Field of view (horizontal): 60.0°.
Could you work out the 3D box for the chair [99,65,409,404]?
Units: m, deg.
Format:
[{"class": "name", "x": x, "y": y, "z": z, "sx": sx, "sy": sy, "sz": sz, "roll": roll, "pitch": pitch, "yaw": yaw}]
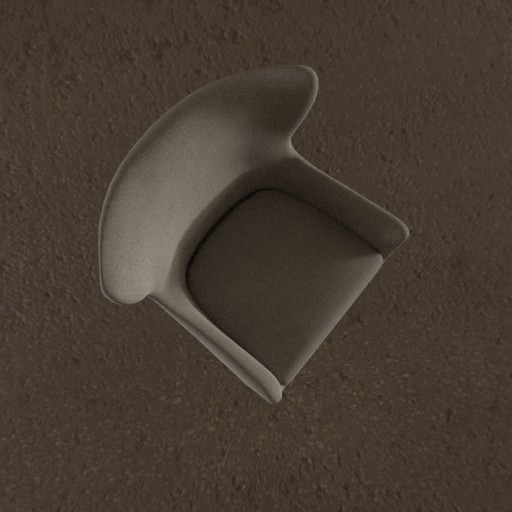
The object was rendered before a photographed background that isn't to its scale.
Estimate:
[{"class": "chair", "x": 0.000, "y": 0.000, "z": 1.450, "sx": 0.677, "sy": 0.948, "sz": 0.732, "roll": 39, "pitch": 79, "yaw": 9}]
